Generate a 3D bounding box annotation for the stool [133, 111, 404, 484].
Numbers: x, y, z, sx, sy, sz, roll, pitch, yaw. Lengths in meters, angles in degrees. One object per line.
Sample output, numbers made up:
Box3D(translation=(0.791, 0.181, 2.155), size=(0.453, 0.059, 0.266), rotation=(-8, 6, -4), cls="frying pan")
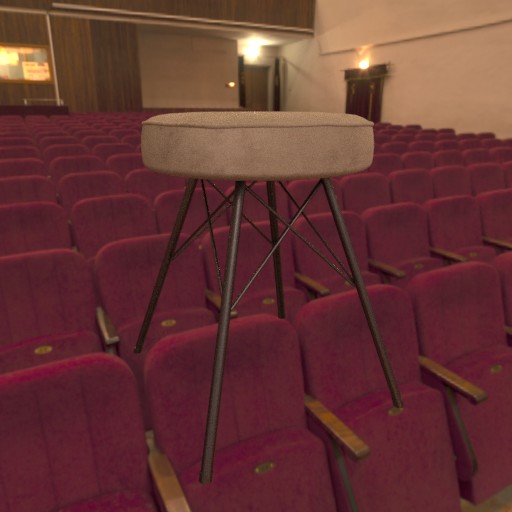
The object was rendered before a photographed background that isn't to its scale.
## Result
Box3D(translation=(0.000, 0.000, 0.872), size=(0.423, 0.538, 0.457), rotation=(-9, 20, -26), cls="stool")
